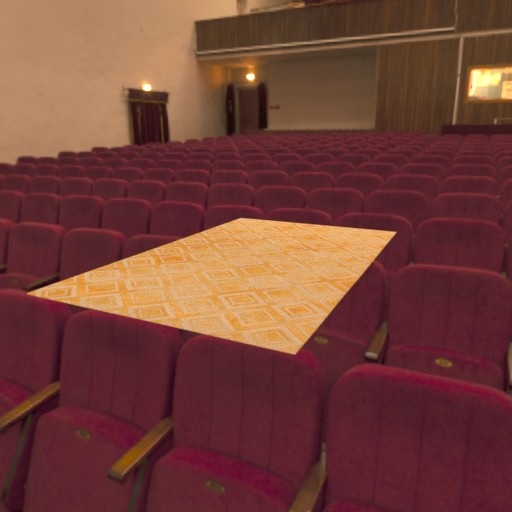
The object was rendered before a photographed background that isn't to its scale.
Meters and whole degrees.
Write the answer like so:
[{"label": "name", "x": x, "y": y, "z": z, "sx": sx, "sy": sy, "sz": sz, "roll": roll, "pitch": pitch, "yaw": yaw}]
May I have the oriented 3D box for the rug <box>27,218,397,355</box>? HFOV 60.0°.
[{"label": "rug", "x": 0.000, "y": 0.000, "z": 3.058, "sx": 1.511, "sy": 0.010, "sz": 2.424, "roll": 7, "pitch": 17, "yaw": 25}]
